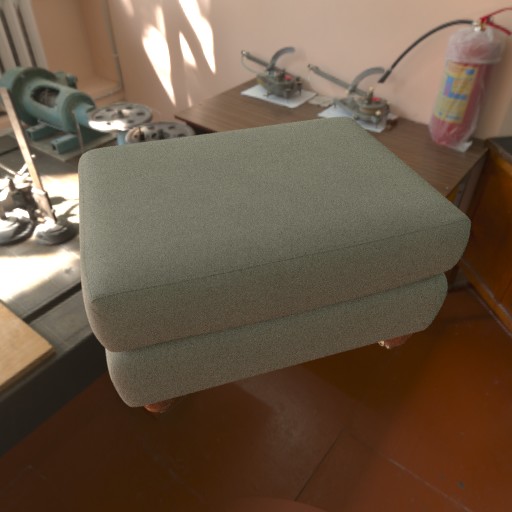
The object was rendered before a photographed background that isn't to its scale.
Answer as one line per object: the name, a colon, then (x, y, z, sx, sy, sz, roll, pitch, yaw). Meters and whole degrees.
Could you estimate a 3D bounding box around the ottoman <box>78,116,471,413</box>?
ottoman: (0.000, 0.000, 1.120, 0.773, 0.504, 0.569, -12, 41, -14)
